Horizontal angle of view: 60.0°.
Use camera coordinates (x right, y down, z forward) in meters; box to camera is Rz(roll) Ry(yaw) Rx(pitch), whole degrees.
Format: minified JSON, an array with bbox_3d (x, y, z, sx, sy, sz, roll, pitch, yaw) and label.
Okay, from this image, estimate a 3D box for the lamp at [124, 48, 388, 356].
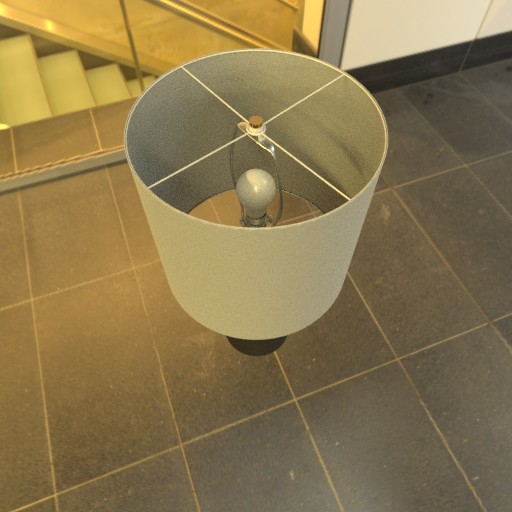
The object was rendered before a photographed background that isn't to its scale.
[{"bbox_3d":[0.000,0.000,0.761,0.308,0.580,0.308,-36,64,-21],"label":"lamp"}]
